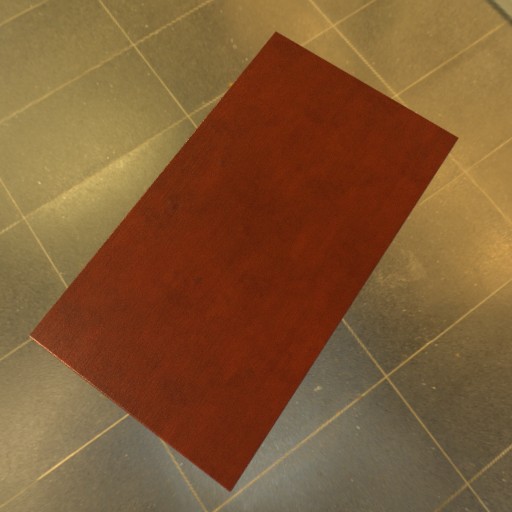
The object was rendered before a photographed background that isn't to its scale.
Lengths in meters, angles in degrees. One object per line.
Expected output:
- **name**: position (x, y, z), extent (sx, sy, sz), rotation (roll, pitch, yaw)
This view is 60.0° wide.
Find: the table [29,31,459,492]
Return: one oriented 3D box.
- **table**: position (0.000, 0.000, 1.224), extent (0.533, 0.456, 0.943), rotation (34, 78, 8)
